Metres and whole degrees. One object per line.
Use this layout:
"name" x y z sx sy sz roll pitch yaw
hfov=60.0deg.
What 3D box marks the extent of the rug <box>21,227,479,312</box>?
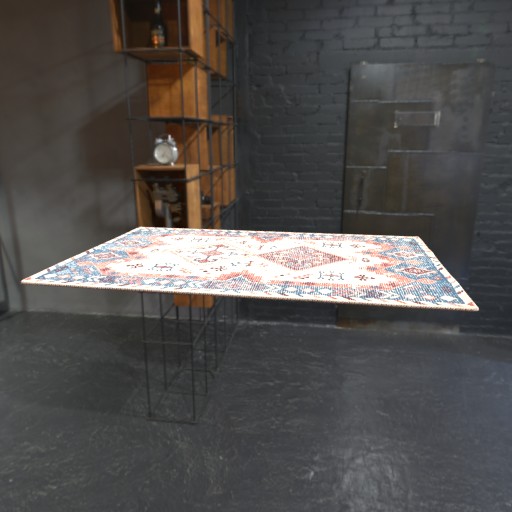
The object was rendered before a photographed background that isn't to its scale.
"rug" 0.000 0.000 2.312 1.840 0.015 1.225 3 15 9
